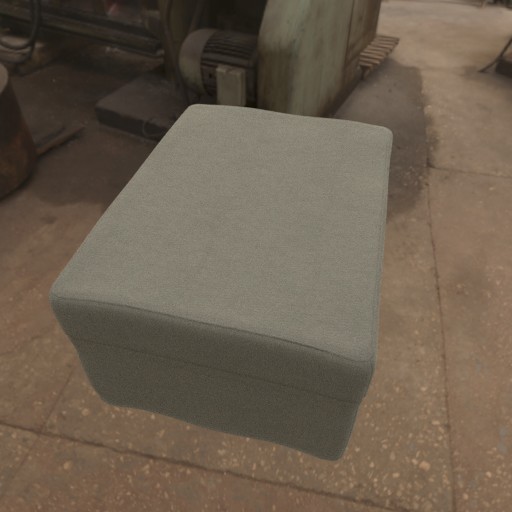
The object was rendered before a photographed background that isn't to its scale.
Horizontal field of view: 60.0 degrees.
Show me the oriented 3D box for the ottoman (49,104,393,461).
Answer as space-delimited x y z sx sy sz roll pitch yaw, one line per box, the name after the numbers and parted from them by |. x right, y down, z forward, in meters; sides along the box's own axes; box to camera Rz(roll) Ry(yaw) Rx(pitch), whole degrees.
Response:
0.000 0.000 1.223 0.648 0.461 0.833 10 46 10 | ottoman
